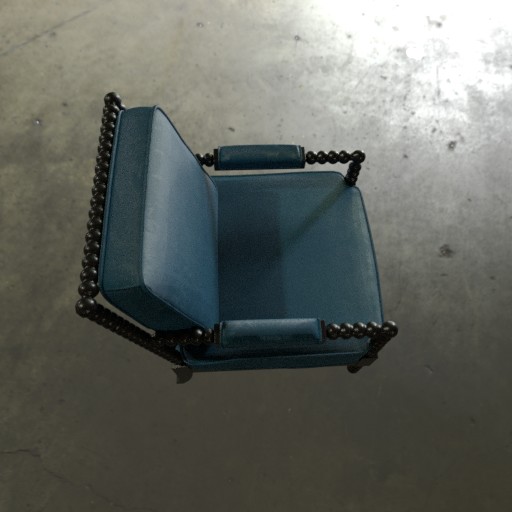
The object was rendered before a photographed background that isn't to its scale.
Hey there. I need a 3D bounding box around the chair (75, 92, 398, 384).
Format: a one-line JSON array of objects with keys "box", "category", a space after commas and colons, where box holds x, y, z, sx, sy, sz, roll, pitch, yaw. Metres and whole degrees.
[{"box": [0.000, 0.000, 1.449, 0.805, 0.857, 0.688, -2, 64, -1], "category": "chair"}]
